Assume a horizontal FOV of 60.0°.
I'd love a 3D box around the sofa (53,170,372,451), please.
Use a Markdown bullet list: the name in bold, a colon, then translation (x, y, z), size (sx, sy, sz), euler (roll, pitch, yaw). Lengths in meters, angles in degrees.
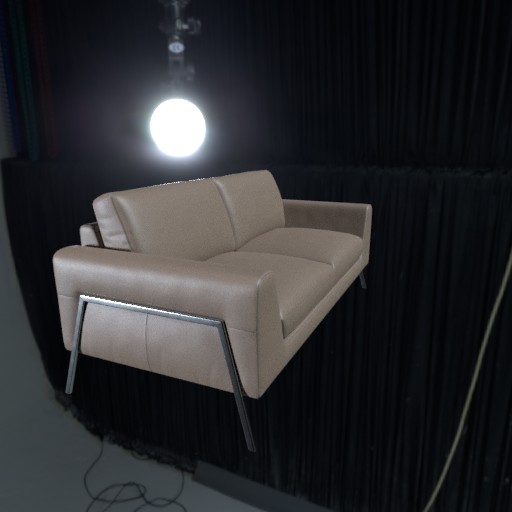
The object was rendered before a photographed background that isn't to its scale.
- **sofa**: translation (0.000, 0.000, 2.549), size (0.953, 0.875, 2.017), euler (7, 16, 24)
